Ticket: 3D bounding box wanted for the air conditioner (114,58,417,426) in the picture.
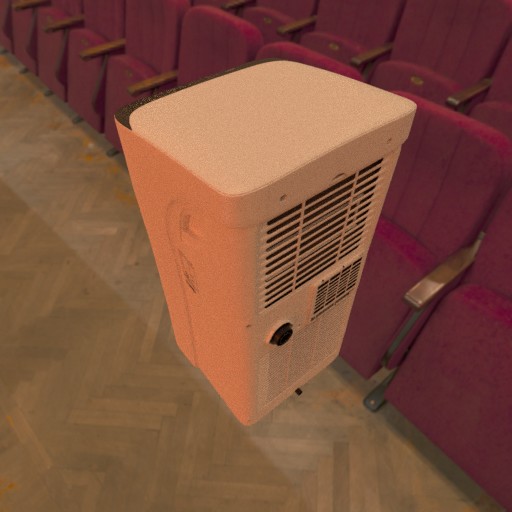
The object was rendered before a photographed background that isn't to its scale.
[{"bbox_3d":[0.000,0.000,0.915,0.352,0.716,0.369,-31,54,-26],"label":"air conditioner"}]
